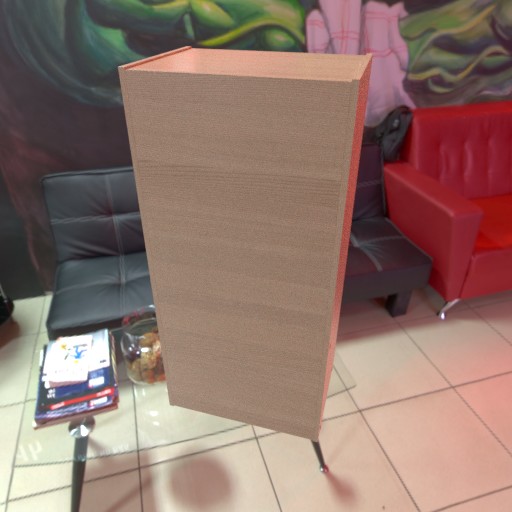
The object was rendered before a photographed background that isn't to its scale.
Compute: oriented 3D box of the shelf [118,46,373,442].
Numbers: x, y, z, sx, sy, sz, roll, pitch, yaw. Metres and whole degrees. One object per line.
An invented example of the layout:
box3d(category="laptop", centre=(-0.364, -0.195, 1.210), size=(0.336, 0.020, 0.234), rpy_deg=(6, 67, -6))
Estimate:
box3d(category="shelf", centre=(0.000, 0.000, 1.071), size=(0.417, 0.876, 0.292), rpy_deg=(9, 33, 14))
